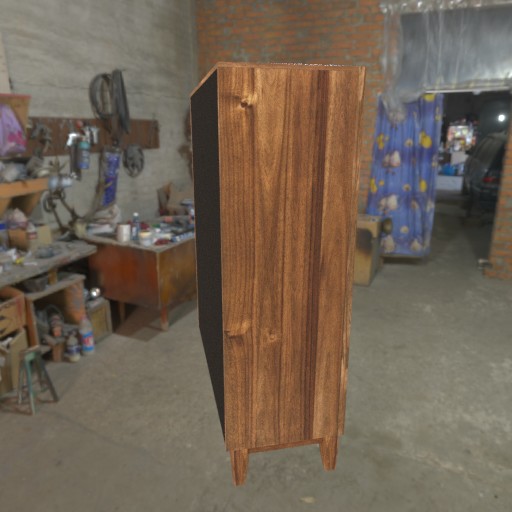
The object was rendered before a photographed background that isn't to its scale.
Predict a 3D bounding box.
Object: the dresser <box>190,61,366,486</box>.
[{"bbox_3d":[0.000,0.000,1.917,0.442,1.393,1.062,-3,16,-12],"label":"dresser"}]
